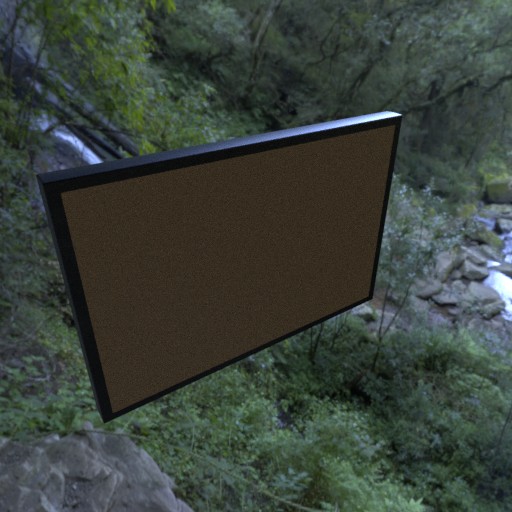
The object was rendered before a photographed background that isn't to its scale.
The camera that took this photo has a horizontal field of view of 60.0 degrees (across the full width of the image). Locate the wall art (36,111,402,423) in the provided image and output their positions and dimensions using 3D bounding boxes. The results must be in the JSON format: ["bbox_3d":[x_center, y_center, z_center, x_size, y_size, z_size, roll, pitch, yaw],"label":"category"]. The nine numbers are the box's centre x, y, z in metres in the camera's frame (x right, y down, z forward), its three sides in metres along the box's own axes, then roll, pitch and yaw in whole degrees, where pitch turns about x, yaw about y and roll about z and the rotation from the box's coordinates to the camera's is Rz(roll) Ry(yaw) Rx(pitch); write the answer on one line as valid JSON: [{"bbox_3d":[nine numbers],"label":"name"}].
[{"bbox_3d":[0.000,0.000,0.766,0.610,0.409,0.038,-19,35,-29],"label":"wall art"}]
